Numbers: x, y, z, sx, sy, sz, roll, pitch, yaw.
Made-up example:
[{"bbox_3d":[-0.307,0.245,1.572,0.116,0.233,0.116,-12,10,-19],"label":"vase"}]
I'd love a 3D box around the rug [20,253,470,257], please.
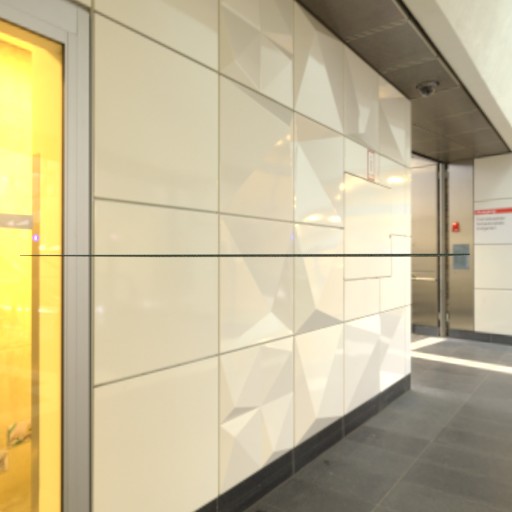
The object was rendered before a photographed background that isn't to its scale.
[{"bbox_3d":[0.000,0.000,2.264,1.819,0.005,1.200,0,0,17],"label":"rug"}]
